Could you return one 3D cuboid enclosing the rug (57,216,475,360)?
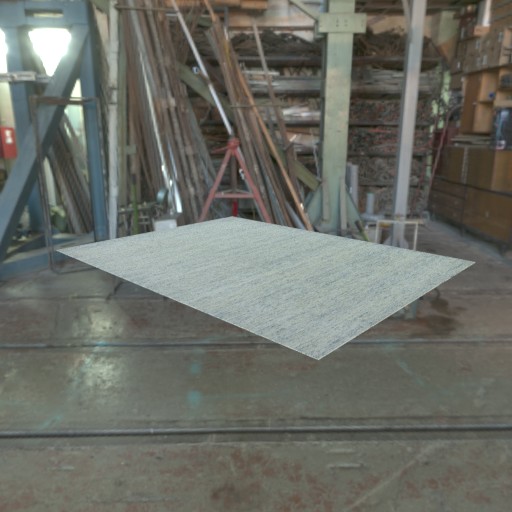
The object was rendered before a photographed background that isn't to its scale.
[{"bbox_3d":[0.000,0.000,4.241,3.197,0.006,2.438,15,21,41],"label":"rug"}]
